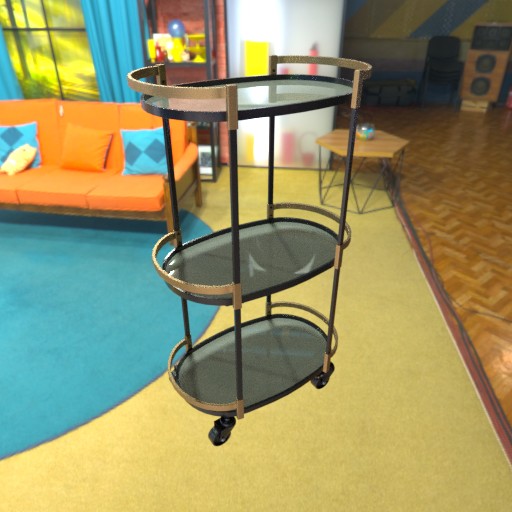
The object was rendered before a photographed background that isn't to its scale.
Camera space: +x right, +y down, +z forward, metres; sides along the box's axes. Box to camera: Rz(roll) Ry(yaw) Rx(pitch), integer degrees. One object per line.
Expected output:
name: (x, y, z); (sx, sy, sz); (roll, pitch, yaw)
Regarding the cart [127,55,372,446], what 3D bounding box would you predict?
cart: (0.000, 0.000, 1.119); (0.515, 0.885, 0.311); (-19, 36, -29)
